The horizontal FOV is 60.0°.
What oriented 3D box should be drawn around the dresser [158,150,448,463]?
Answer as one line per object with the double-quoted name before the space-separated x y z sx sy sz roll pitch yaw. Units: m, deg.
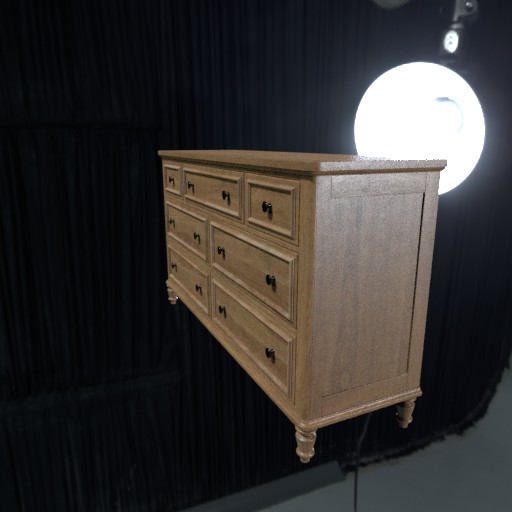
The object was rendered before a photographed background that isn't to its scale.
"dresser" 0.000 0.000 1.978 0.468 0.892 1.583 -7 16 -25
